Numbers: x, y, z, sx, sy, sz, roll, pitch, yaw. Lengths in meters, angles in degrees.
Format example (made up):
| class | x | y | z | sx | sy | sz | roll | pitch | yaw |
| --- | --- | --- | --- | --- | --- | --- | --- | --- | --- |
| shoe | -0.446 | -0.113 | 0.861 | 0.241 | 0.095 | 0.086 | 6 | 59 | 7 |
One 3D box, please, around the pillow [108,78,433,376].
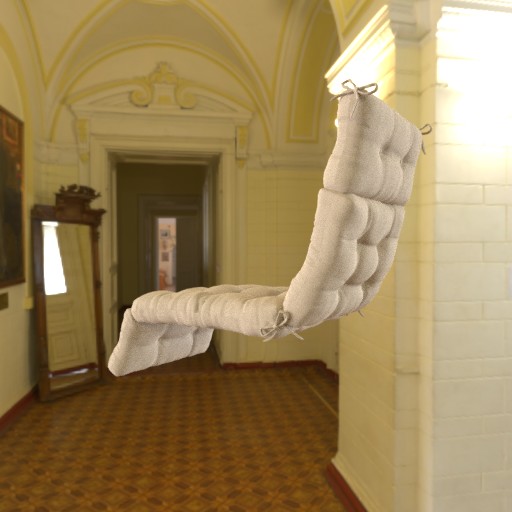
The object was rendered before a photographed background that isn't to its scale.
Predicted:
| class | x | y | z | sx | sy | sz | roll | pitch | yaw |
| --- | --- | --- | --- | --- | --- | --- | --- | --- | --- |
| pillow | 0.000 | 0.000 | 1.494 | 1.016 | 0.863 | 0.526 | 1 | 1 | 36 |
